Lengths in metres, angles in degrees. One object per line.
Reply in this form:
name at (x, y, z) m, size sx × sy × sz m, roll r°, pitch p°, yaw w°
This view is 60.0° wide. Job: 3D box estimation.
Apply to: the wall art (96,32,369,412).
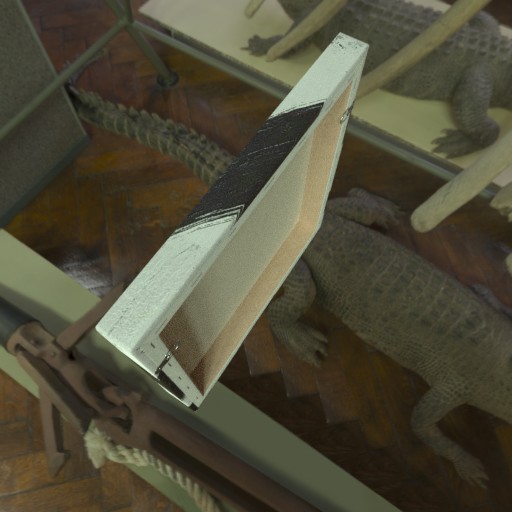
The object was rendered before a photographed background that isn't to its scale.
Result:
wall art at (0.000, 0.000, 0.748) m, size 0.050 × 0.508 × 0.507 m, roll 30°, pitch 68°, yaw 14°
